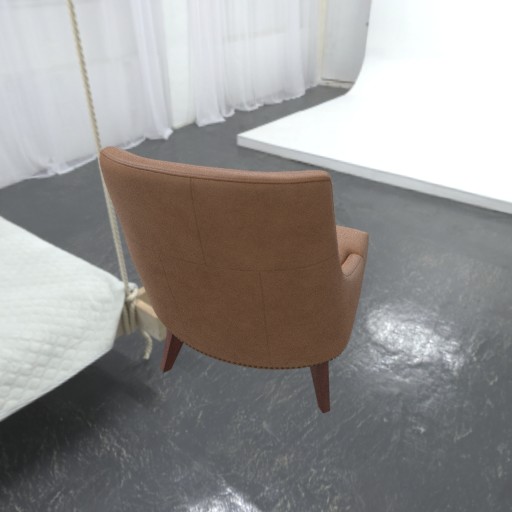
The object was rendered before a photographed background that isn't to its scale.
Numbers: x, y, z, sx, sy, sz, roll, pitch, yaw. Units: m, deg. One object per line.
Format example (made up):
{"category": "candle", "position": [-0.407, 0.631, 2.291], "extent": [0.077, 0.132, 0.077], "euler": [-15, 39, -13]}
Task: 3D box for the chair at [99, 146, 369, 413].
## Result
{"category": "chair", "position": [0.000, 0.000, 1.476], "extent": [0.701, 0.909, 0.861], "euler": [10, 33, 15]}
